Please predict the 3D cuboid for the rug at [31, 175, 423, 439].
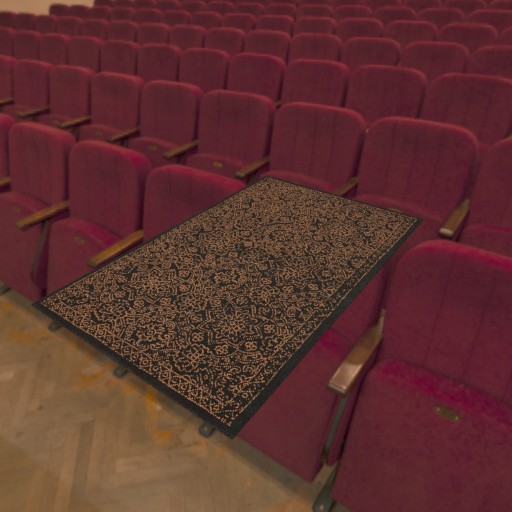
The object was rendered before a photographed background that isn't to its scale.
[{"bbox_3d":[0.000,0.000,3.080,1.526,0.015,2.441,21,38,30],"label":"rug"}]
